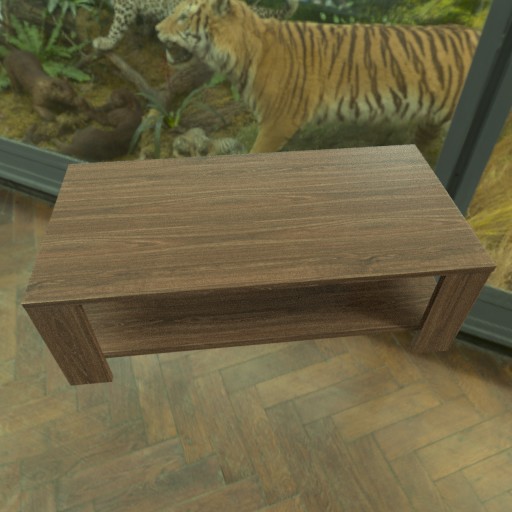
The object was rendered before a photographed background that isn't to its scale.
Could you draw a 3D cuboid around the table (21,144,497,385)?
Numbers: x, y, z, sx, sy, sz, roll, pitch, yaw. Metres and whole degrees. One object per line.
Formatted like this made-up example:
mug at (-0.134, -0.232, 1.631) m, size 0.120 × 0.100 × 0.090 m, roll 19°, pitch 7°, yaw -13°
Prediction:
table at (0.000, 0.000, 1.464) m, size 1.200 × 0.400 × 0.600 m, roll -4°, pitch 45°, yaw -4°
